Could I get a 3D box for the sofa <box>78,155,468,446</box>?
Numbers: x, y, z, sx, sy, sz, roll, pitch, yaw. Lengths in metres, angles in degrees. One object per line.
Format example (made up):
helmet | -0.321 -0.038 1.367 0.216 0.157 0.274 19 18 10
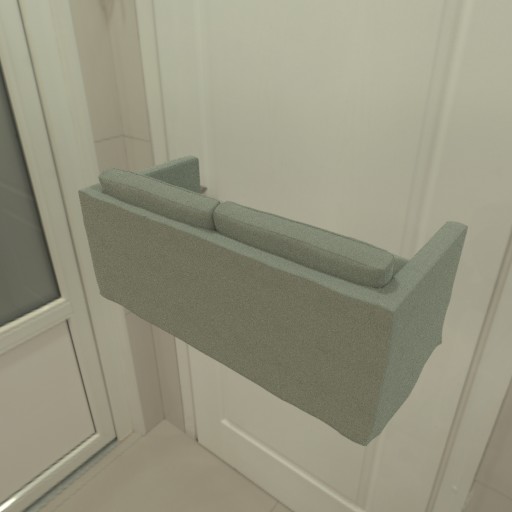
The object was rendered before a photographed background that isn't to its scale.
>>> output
sofa | 0.000 0.000 2.531 1.987 0.870 0.940 21 35 33
